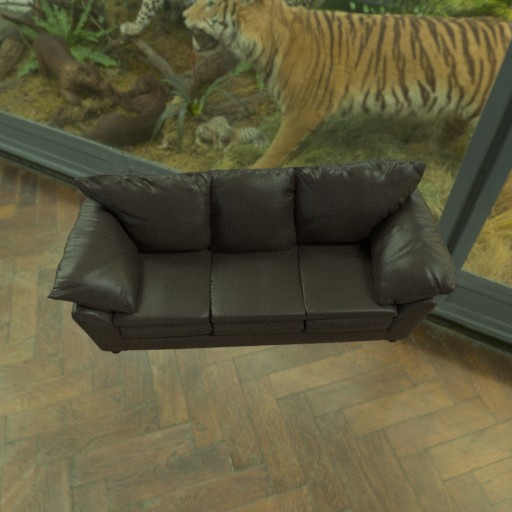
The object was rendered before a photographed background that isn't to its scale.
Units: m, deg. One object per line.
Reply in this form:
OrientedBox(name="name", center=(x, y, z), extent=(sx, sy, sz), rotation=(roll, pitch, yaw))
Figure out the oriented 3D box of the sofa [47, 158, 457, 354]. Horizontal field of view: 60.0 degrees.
OrientedBox(name="sofa", center=(0.000, 0.000, 2.943), extent=(2.390, 1.091, 0.907), rotation=(-2, 46, -2))
